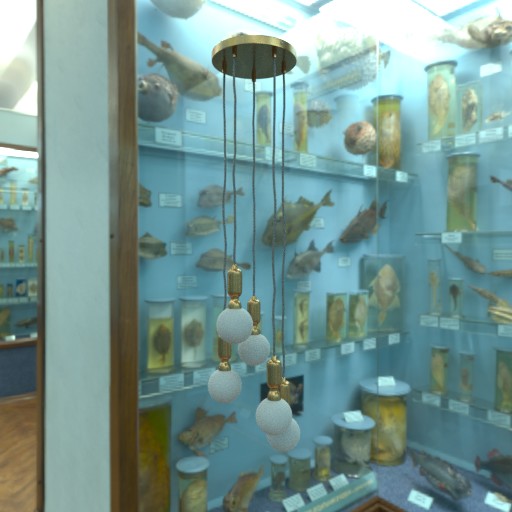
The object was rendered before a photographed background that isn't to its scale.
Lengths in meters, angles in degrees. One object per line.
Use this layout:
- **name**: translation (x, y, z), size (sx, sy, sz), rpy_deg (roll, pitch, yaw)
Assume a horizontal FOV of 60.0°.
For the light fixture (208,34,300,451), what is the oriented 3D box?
- **light fixture**: translation (0.000, 0.000, 0.504), size (0.108, 0.457, 0.105), rpy_deg (-1, 1, -37)
